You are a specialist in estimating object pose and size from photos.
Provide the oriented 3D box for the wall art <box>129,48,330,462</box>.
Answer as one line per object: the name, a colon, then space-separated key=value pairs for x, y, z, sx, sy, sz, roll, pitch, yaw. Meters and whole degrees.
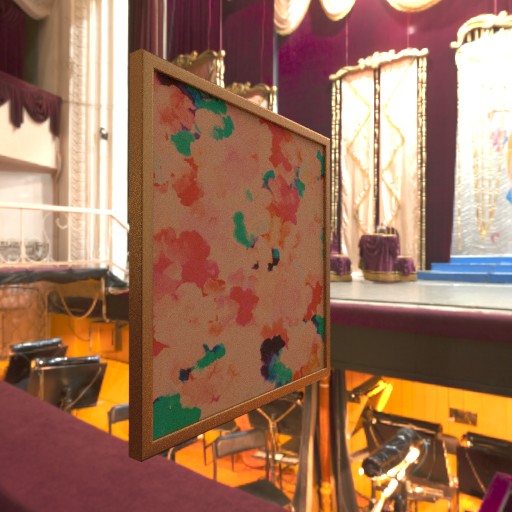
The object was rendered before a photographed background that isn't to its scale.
wall art: x=0.000 y=0.000 z=1.139 sx=0.036 sy=0.765 sz=0.767 roll=0 pitch=-1 yaw=36
